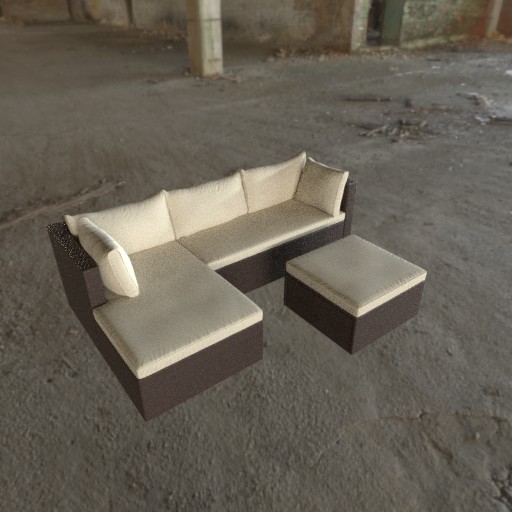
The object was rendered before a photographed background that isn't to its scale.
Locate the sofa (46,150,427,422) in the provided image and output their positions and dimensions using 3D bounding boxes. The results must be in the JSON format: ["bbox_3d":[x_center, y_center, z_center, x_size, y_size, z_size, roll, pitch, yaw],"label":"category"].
[{"bbox_3d":[0.000,0.000,3.008,2.192,0.766,1.612,-21,37,-31],"label":"sofa"}]
